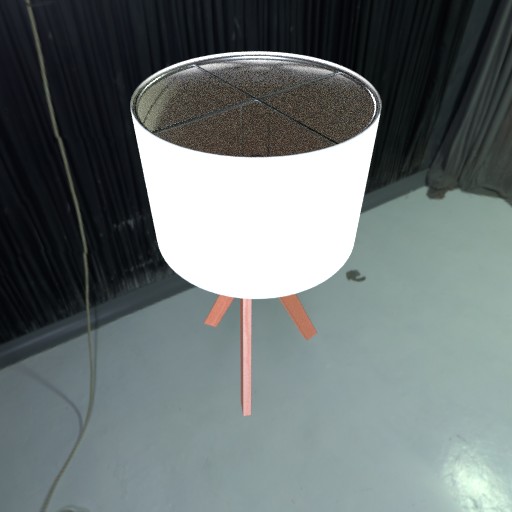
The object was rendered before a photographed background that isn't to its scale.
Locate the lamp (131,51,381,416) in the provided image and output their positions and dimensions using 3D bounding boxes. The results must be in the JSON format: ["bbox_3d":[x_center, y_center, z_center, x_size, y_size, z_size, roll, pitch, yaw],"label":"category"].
[{"bbox_3d":[0.000,0.000,0.919,0.380,0.686,0.380,-28,50,-26],"label":"lamp"}]
